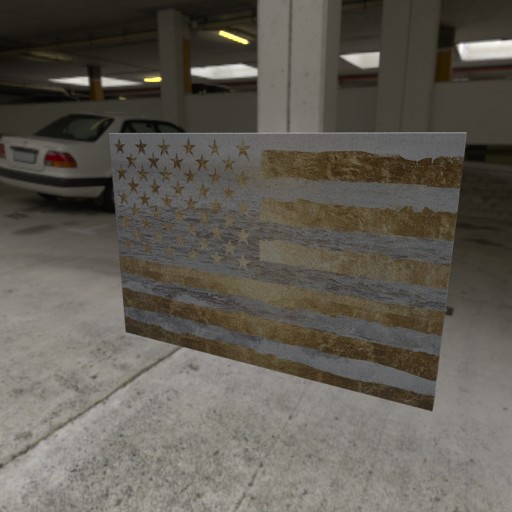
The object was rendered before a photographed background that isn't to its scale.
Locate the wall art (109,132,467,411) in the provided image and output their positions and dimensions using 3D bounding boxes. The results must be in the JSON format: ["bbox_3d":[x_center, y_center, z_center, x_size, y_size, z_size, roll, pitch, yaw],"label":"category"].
[{"bbox_3d":[0.000,0.000,1.426,1.145,0.762,0.041,8,17,26],"label":"wall art"}]
